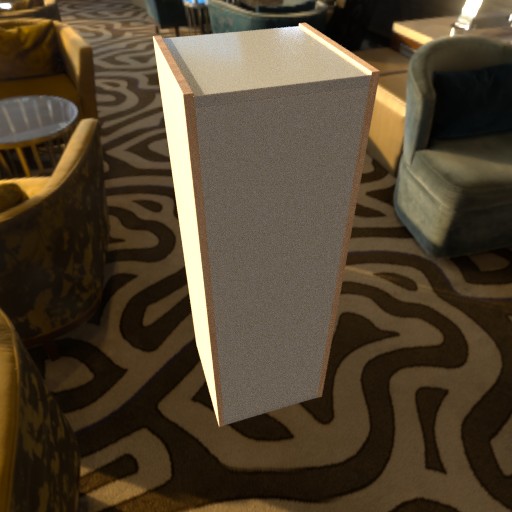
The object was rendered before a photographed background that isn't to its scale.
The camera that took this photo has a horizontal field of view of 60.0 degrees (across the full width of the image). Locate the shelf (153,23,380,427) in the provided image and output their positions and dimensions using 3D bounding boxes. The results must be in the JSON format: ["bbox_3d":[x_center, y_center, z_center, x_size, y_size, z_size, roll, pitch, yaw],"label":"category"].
[{"bbox_3d":[0.000,0.000,1.032,0.300,0.900,0.290,-12,43,-13],"label":"shelf"}]
